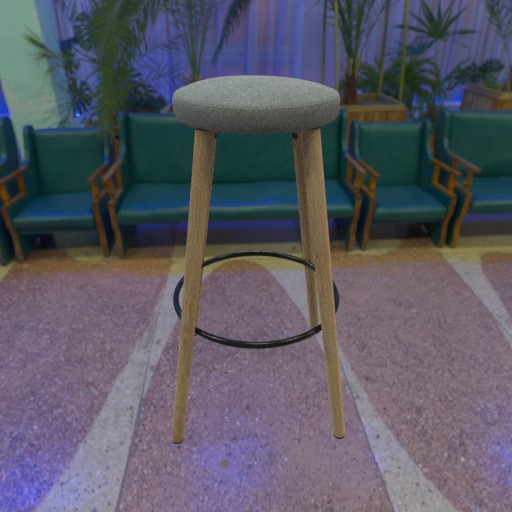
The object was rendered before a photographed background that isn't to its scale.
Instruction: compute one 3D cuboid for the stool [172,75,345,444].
[{"bbox_3d":[0.000,0.000,1.027,0.410,0.770,0.410,-1,30,-2],"label":"stool"}]
